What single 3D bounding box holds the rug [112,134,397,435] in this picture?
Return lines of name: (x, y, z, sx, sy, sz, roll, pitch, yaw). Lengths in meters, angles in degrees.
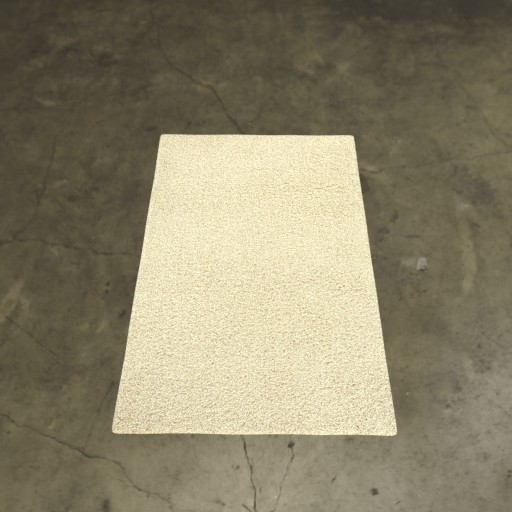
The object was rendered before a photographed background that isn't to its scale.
rug: (0.000, 0.000, 2.350, 1.219, 0.030, 1.778, 0, 59, 0)
